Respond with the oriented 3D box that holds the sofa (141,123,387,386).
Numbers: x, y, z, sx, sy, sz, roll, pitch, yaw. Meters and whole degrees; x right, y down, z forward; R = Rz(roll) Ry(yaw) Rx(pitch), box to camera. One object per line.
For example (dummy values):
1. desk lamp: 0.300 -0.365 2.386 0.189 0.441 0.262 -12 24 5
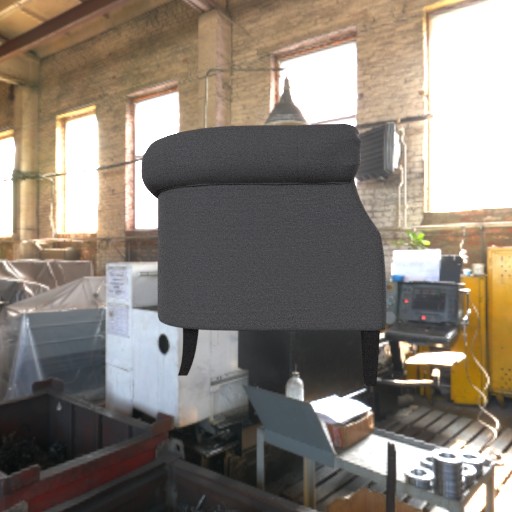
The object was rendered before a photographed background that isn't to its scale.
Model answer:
1. sofa: 0.000 0.000 2.081 0.835 0.827 1.558 0 0 0
